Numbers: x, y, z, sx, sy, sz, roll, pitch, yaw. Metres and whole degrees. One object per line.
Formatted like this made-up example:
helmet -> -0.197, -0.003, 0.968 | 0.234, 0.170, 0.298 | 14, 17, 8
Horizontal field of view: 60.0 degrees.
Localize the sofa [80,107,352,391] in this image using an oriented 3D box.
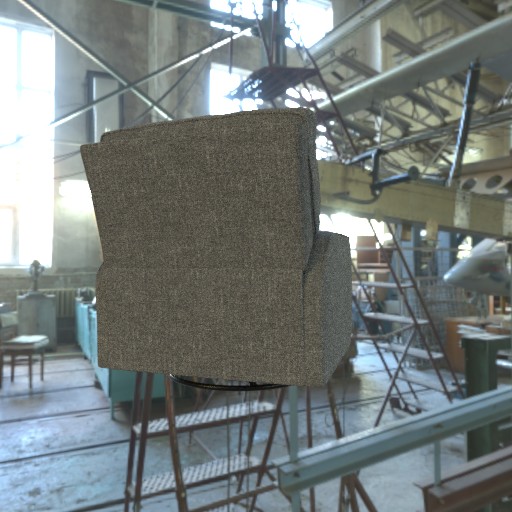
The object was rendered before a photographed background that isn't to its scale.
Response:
sofa -> 0.000, 0.000, 2.031 | 0.861, 0.959, 1.472 | 0, -1, 19
